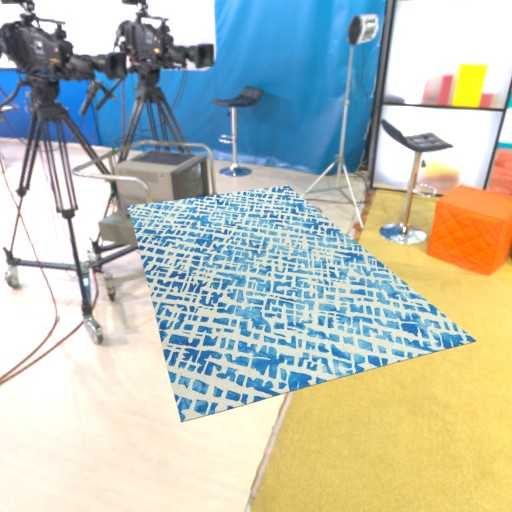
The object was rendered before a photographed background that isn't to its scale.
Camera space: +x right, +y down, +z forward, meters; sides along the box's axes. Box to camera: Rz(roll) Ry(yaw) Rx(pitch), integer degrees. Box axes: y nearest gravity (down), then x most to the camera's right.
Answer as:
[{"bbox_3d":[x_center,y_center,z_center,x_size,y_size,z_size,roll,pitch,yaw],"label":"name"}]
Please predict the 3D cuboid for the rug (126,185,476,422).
[{"bbox_3d":[0.000,0.000,3.046,1.520,0.011,2.447,-10,30,-17],"label":"rug"}]
